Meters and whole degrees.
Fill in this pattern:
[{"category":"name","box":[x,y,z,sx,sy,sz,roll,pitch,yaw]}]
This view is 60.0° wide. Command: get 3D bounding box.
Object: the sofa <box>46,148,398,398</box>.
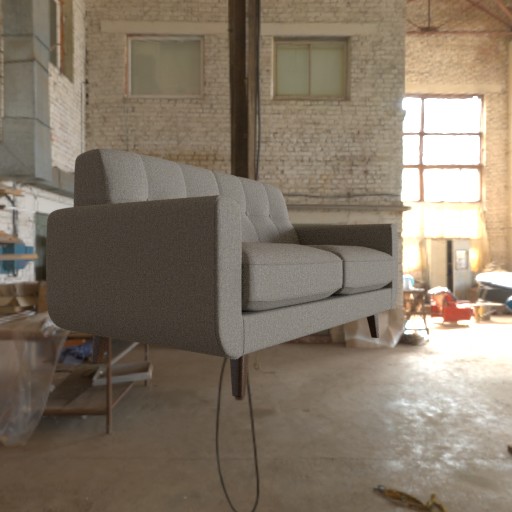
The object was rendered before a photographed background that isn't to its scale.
[{"category":"sofa","box":[0.000,0.000,2.207,0.952,0.925,1.651,0,0,35]}]
